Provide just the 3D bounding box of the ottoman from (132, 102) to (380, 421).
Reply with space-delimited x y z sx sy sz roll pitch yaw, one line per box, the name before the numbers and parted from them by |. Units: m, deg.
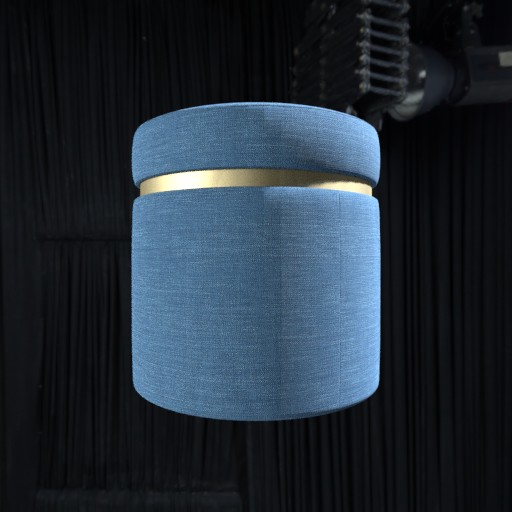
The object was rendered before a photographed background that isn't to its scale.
ottoman | 0.000 0.000 0.737 0.398 0.406 0.398 0 1 0
